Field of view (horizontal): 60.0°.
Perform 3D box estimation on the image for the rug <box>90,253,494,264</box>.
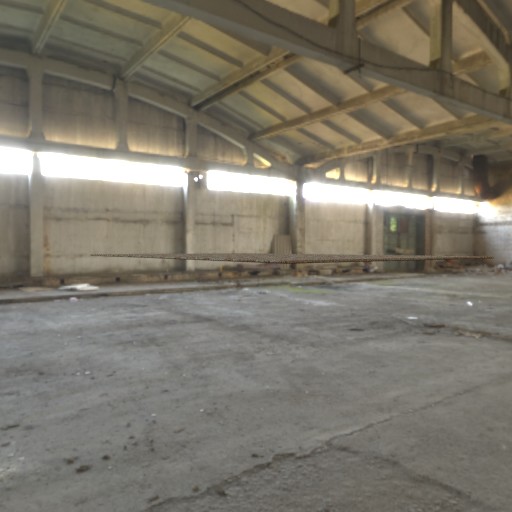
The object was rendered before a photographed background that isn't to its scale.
[{"bbox_3d":[0.000,0.000,3.009,1.526,0.011,2.435,-1,1,-36],"label":"rug"}]
